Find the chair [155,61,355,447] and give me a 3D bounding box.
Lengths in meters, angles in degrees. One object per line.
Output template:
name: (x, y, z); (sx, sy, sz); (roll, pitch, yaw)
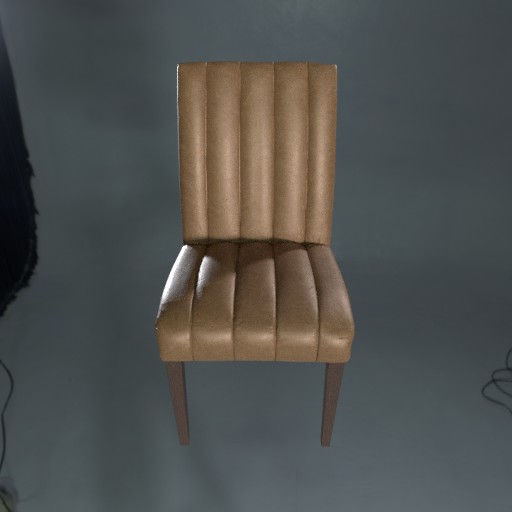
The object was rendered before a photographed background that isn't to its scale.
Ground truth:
chair: (0.000, 0.000, 1.339); (0.511, 1.016, 0.647); (0, 31, 1)
